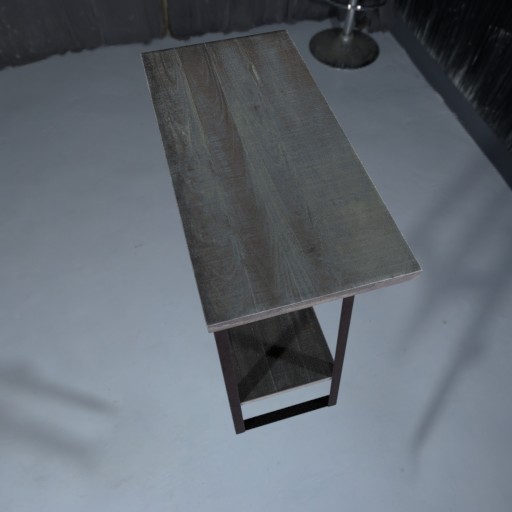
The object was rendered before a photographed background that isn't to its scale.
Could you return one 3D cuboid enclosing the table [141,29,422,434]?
[{"bbox_3d":[0.000,0.000,1.028,0.300,0.701,0.599,-14,58,-9],"label":"table"}]
